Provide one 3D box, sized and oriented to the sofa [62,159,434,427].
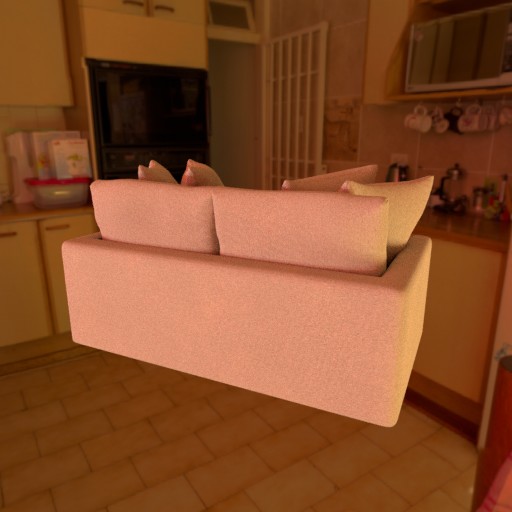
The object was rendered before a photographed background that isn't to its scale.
[{"bbox_3d":[0.000,0.000,2.630,1.869,1.080,1.228,7,17,25],"label":"sofa"}]
